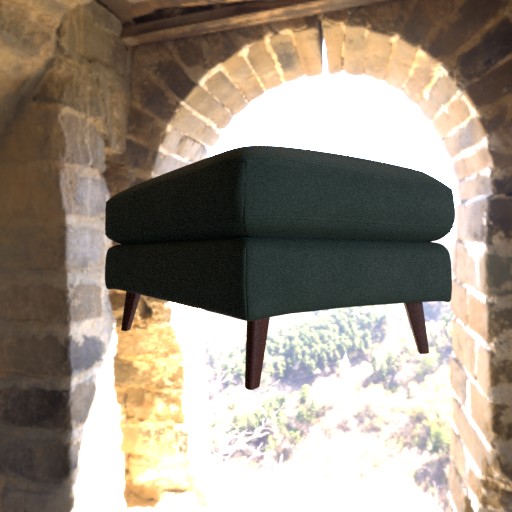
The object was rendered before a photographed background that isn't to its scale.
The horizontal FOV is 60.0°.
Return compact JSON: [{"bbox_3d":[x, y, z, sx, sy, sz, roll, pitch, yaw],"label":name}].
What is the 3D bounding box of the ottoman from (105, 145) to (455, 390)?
[{"bbox_3d":[0.000,0.000,1.177,0.608,0.449,0.811,0,0,-34],"label":"ottoman"}]
